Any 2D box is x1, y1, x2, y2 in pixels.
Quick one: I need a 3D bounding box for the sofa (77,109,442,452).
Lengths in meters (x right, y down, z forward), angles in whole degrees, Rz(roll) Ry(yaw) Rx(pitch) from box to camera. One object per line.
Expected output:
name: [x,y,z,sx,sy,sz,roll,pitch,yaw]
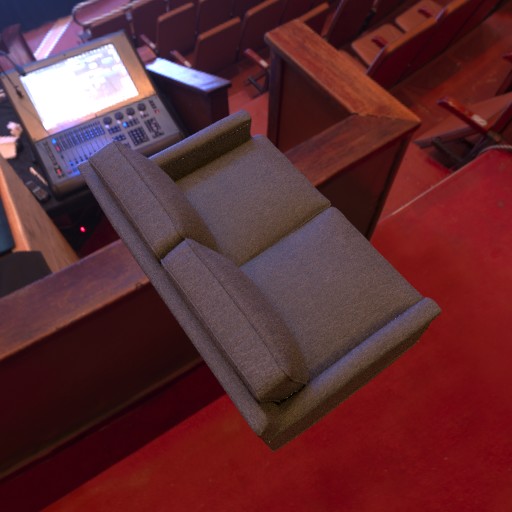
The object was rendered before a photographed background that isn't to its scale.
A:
sofa: [0.000,0.000,2.283,1.084,1.003,1.597,-32,65,-17]
